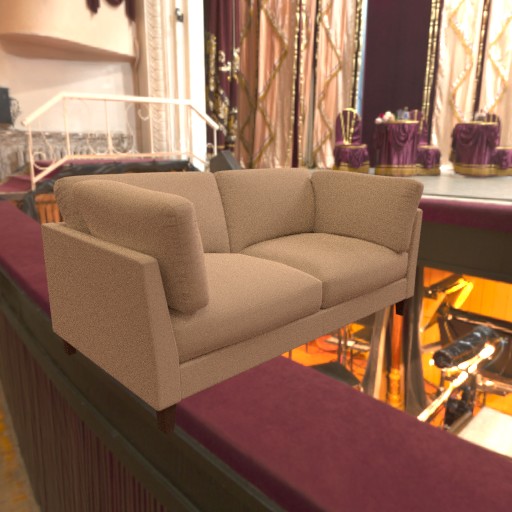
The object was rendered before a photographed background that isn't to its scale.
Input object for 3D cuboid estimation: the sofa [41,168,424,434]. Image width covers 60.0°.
[{"bbox_3d":[0.000,0.000,2.253,1.776,0.836,0.970,-12,18,-42],"label":"sofa"}]
